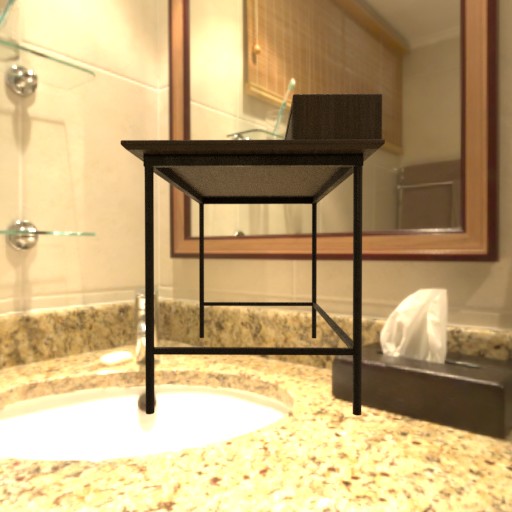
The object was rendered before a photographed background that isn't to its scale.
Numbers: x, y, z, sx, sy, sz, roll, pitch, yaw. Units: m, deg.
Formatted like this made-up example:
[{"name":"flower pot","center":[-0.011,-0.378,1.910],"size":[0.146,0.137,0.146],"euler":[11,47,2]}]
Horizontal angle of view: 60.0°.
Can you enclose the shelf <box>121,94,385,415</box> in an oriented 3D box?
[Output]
[{"name":"shelf","center":[0.000,0.000,1.760],"size":[0.685,0.865,1.212],"euler":[0,1,1]}]
